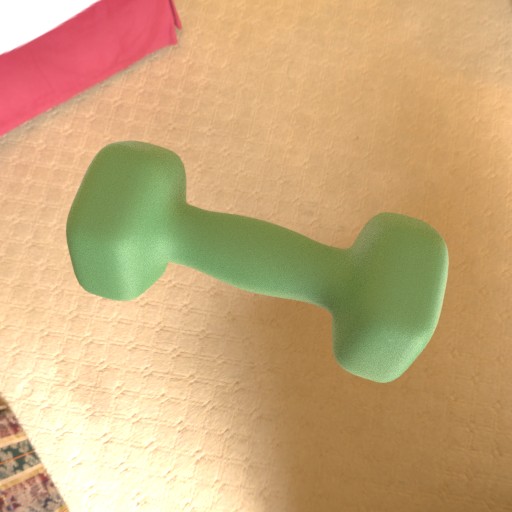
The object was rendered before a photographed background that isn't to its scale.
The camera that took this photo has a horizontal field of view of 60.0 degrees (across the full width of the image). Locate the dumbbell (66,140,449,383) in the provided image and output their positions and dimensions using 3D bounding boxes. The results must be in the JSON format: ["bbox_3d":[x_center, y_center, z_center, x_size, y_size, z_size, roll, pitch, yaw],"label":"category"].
[{"bbox_3d":[0.000,0.000,0.329,0.257,0.114,0.126,17,77,4],"label":"dumbbell"}]
